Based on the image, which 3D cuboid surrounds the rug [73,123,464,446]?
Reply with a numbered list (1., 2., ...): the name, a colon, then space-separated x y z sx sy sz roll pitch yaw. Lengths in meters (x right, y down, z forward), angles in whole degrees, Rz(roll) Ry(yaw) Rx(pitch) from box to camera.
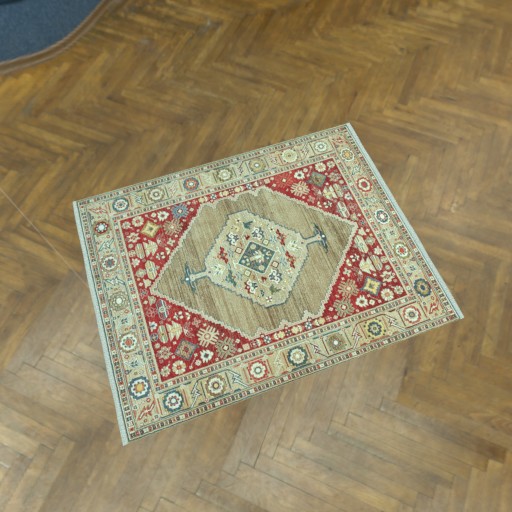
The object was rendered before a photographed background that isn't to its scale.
1. rug: 0.000 0.000 4.272 3.143 0.008 2.451 -18 65 -9
